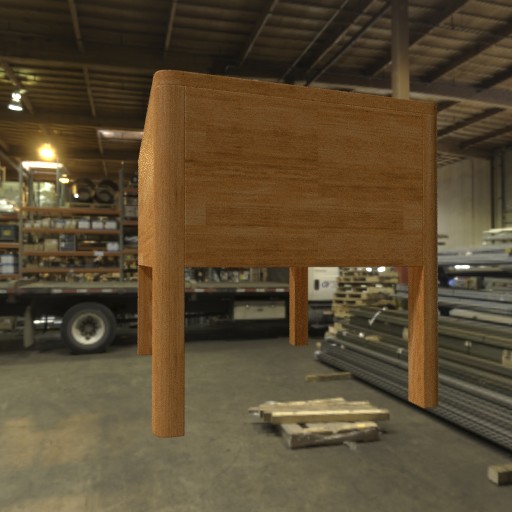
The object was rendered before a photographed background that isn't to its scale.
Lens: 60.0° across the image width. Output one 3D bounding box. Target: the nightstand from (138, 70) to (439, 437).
[{"bbox_3d":[0.000,0.000,0.893,0.440,0.470,0.560,0,-1,-17],"label":"nightstand"}]
